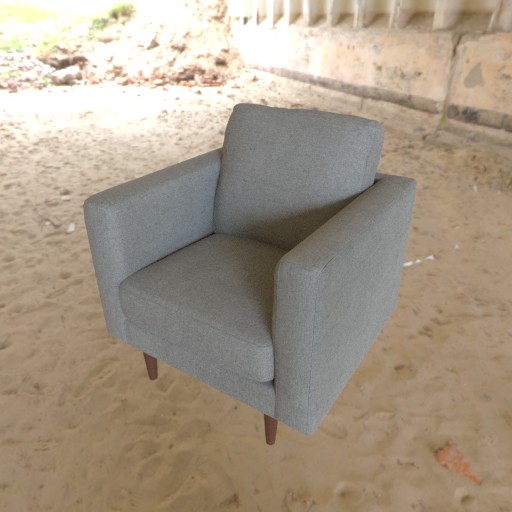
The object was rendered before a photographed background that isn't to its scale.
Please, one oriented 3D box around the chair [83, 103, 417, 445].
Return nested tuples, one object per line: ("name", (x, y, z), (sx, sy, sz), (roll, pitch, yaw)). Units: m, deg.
("chair", (0.000, 0.000, 1.568), (0.855, 0.927, 0.800), (17, 33, 29))
